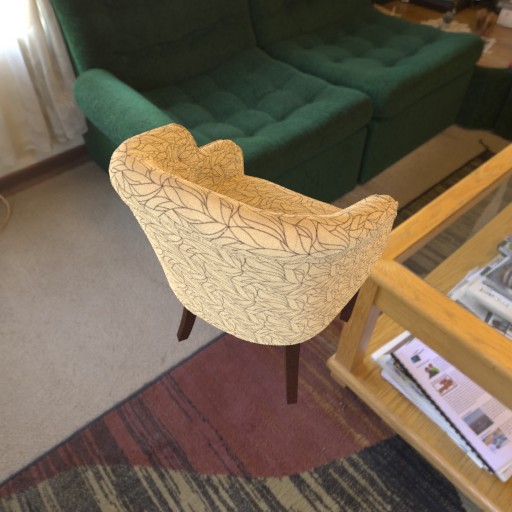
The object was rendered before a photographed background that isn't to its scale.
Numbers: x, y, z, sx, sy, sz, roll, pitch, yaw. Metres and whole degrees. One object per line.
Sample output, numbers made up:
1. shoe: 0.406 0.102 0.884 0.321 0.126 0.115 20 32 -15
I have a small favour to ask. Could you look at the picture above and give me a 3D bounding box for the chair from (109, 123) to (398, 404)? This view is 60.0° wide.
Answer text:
1. chair: 0.000 0.000 1.312 0.686 0.858 0.613 24 51 21
